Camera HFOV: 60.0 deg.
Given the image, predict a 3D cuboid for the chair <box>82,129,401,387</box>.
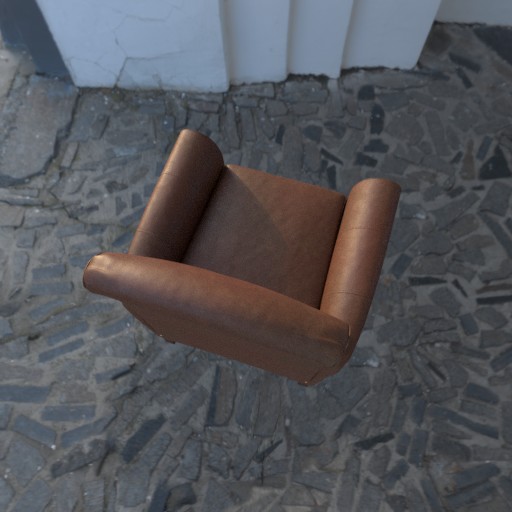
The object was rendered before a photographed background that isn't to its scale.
[{"bbox_3d":[0.000,0.000,1.766,0.978,1.061,0.902,16,65,8],"label":"chair"}]
